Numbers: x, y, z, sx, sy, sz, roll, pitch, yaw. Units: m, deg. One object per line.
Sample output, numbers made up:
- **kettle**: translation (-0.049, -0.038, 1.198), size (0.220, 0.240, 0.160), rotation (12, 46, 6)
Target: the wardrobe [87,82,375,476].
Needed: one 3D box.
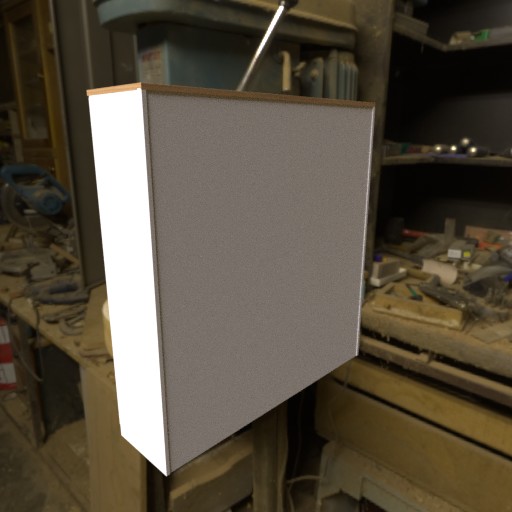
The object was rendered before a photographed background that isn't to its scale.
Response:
- **wardrobe**: translation (0.000, 0.000, 3.354), size (0.590, 2.260, 2.160), rotation (15, 21, 43)
